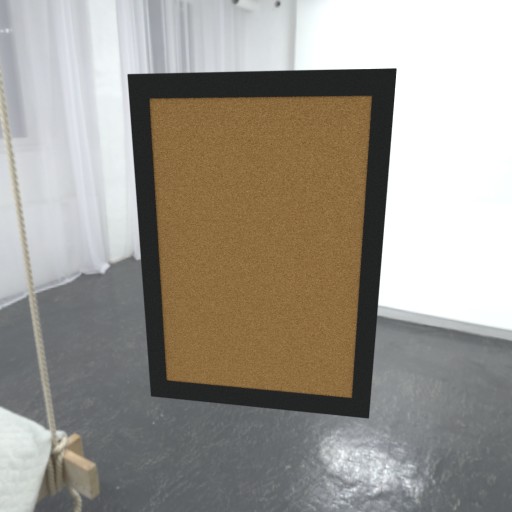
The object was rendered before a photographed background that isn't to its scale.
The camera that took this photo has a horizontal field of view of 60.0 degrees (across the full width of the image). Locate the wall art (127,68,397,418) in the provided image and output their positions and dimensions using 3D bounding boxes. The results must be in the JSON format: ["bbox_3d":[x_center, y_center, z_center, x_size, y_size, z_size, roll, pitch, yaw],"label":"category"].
[{"bbox_3d":[0.000,0.000,0.683,0.374,0.529,0.012,3,16,9],"label":"wall art"}]
